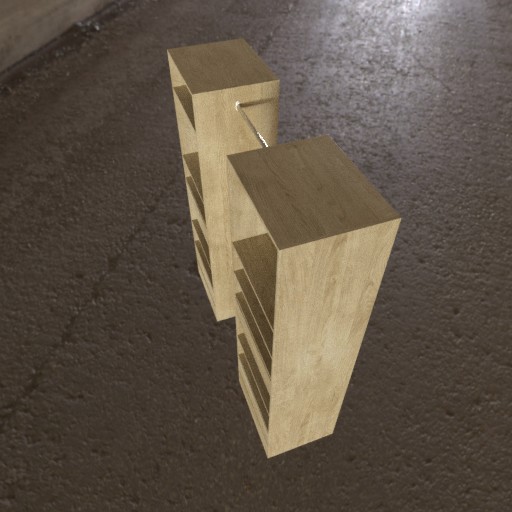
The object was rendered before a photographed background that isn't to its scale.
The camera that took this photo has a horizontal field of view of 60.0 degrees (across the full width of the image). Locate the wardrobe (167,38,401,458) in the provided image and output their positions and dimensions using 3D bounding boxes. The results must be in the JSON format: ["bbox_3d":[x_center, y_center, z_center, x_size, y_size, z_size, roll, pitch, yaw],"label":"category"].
[{"bbox_3d":[0.000,0.000,2.855,0.480,2.000,1.770,-15,49,-14],"label":"wardrobe"}]
